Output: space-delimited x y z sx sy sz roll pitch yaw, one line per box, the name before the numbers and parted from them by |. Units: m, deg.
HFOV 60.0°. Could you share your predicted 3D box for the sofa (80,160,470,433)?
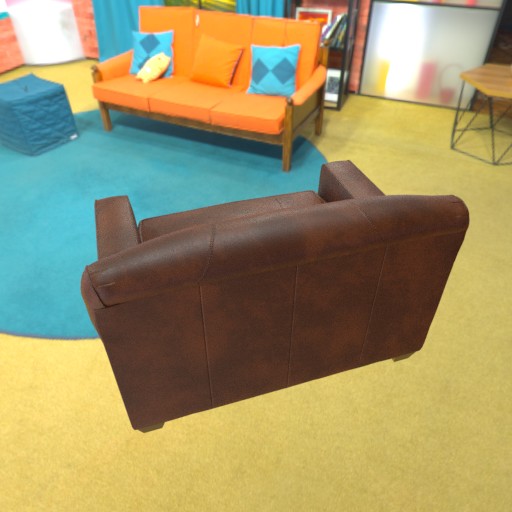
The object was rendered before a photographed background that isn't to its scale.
sofa | 0.000 0.000 2.079 1.413 0.956 1.000 -12 41 -14
